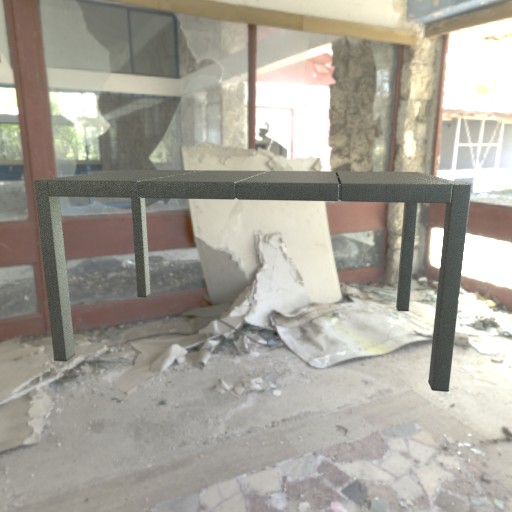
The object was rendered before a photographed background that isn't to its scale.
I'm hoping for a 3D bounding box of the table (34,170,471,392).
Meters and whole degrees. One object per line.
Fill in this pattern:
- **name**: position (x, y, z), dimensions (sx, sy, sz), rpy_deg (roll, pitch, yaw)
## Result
- **table**: position (0.000, 0.000, 1.281), dimensions (0.965, 0.460, 0.559), rpy_deg (2, 14, 9)
